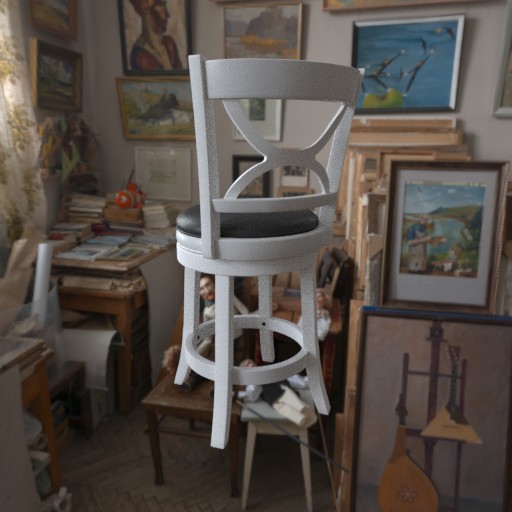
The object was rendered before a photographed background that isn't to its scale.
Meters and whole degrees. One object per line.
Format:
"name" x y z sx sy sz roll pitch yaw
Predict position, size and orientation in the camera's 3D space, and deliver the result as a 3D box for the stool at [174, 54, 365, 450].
"stool" 0.000 0.000 1.229 0.444 0.953 0.508 -7 17 -26
